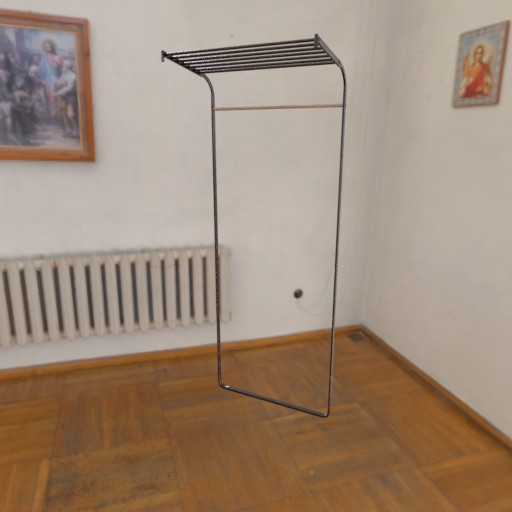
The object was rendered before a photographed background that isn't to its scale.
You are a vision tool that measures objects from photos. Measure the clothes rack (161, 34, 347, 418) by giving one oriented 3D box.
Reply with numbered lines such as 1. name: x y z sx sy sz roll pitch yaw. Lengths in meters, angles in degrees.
1. clothes rack: 0.000 0.000 1.850 0.609 1.574 0.349 8 17 26
